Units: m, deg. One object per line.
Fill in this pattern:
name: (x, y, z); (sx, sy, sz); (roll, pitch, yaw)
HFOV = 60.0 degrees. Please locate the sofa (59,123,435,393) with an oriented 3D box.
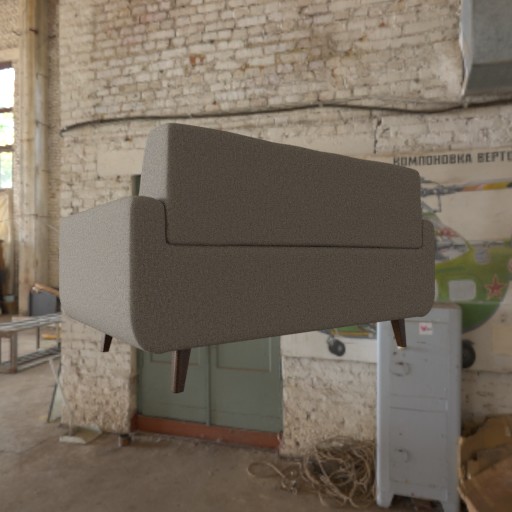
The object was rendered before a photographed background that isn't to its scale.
sofa: (0.000, 0.000, 2.216); (1.651, 0.925, 0.952); (0, 0, -36)
